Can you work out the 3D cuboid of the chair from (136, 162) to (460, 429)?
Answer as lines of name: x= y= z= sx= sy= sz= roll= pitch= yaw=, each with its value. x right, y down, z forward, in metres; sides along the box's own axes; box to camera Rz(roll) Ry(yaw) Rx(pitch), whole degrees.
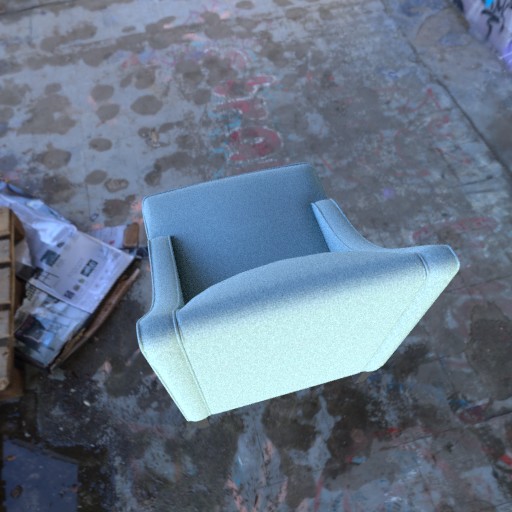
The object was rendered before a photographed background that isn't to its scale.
chair: x=0.000 y=0.000 z=1.830 sx=0.857 sy=1.133 sz=1.025 roll=-13 pitch=60 yaw=-8
